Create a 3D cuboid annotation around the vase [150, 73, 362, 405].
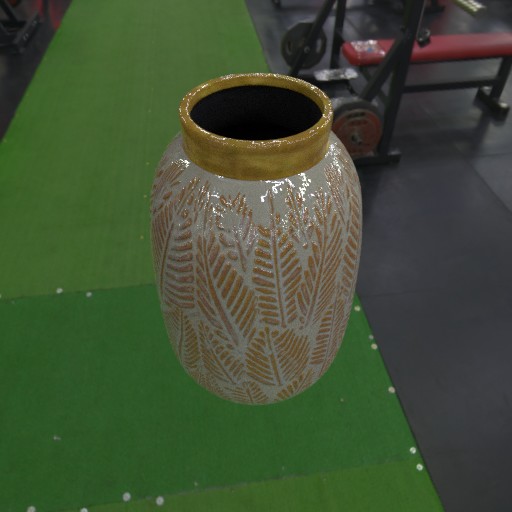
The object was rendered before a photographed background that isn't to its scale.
[{"bbox_3d":[0.000,0.000,0.373,0.172,0.270,0.172,0,45,0],"label":"vase"}]
